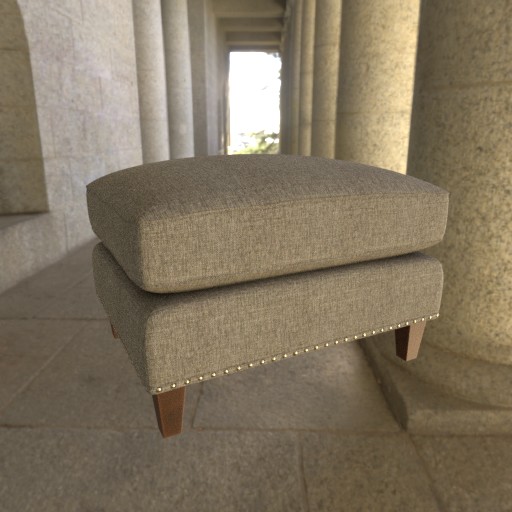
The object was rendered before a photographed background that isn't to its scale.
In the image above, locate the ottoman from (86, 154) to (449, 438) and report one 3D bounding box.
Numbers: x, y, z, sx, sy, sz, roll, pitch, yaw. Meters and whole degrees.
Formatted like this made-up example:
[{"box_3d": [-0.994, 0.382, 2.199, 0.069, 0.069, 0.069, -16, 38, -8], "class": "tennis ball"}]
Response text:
[{"box_3d": [0.000, 0.000, 1.149, 0.741, 0.513, 0.584, -8, 18, -27], "class": "ottoman"}]
